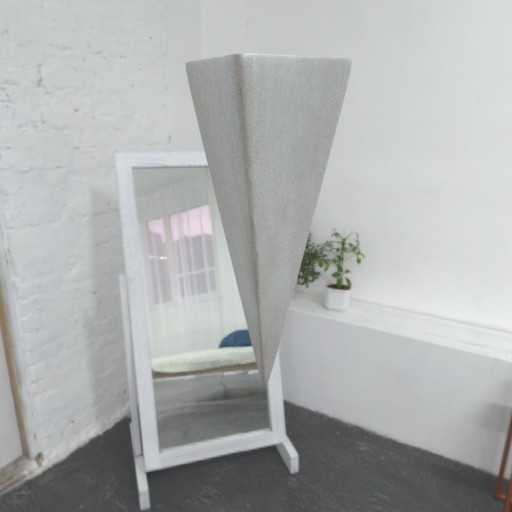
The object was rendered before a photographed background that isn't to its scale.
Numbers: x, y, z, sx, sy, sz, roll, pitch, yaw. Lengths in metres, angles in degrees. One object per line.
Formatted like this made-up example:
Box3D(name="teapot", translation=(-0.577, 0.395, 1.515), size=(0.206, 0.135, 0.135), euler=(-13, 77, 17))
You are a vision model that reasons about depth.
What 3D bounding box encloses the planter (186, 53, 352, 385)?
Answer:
Box3D(name="planter", translation=(0.000, 0.000, 0.153), size=(0.058, 0.130, 0.047), euler=(3, 17, 9))
